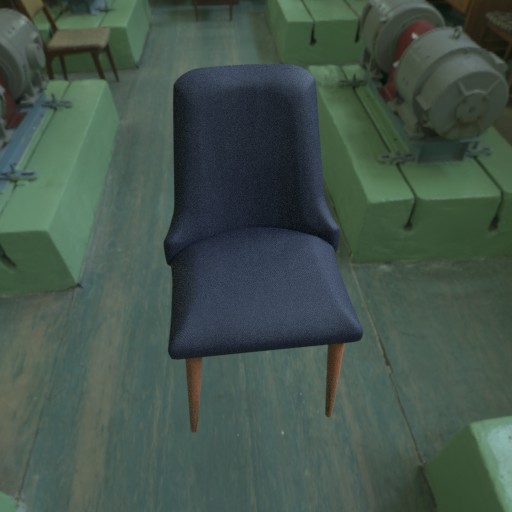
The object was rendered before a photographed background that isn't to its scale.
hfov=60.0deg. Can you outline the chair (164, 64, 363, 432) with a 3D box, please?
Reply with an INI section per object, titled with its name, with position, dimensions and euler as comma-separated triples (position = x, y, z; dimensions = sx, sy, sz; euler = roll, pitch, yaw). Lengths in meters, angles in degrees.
[chair]
position = 0.000, 0.000, 1.207
dimensions = 0.504, 0.820, 0.567
euler = -5, 44, -5
